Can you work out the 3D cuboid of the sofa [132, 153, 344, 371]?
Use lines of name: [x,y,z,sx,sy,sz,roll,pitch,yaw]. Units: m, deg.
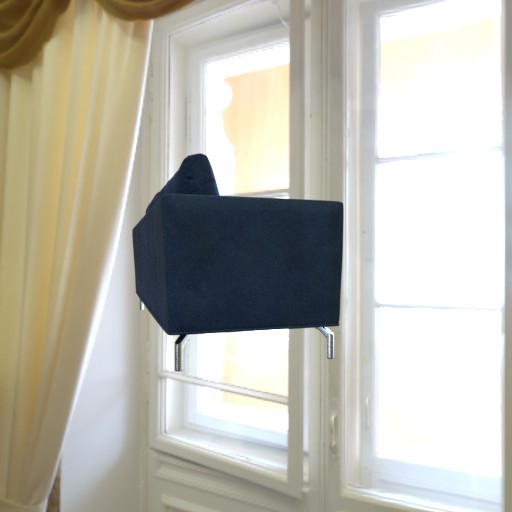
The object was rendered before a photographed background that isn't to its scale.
sofa: [0.000,0.000,3.219,1.622,0.987,2.438,0,0,-18]
